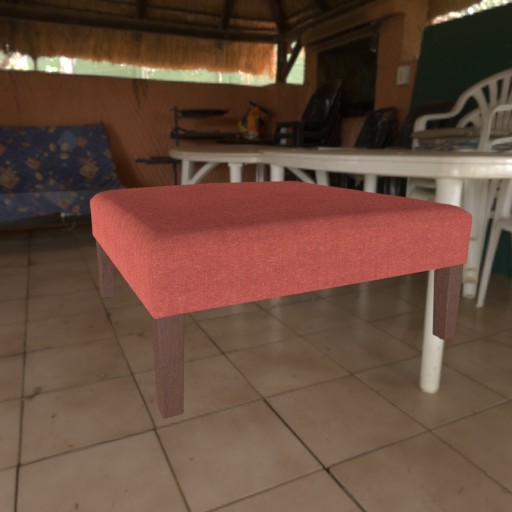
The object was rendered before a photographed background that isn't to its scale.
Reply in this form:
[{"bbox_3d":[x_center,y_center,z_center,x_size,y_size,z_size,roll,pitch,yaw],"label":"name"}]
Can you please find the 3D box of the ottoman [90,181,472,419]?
[{"bbox_3d":[0.000,0.000,1.435,0.890,0.411,0.889,-7,16,-26],"label":"ottoman"}]
